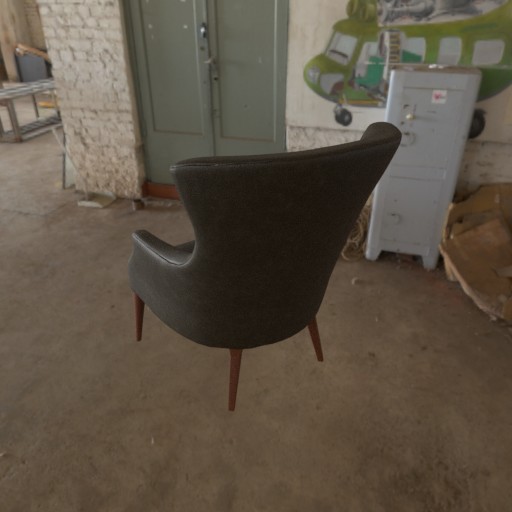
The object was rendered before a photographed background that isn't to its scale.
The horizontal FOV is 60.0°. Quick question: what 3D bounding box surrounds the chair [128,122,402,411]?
[{"bbox_3d":[0.000,0.000,1.714,0.819,1.068,0.954,-19,35,-31],"label":"chair"}]
